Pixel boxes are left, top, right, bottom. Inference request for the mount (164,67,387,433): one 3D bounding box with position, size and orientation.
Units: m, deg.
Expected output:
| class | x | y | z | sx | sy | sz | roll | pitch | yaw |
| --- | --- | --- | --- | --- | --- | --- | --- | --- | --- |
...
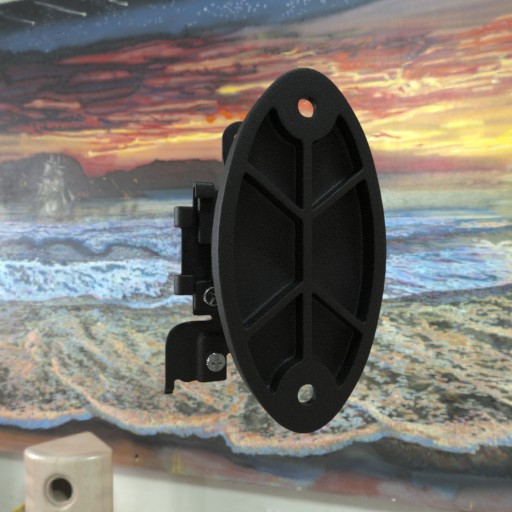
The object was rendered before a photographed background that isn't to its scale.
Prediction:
| class | x | y | z | sx | sy | sz | roll | pitch | yaw |
| --- | --- | --- | --- | --- | --- | --- | --- | --- | --- |
| mount | 0.000 | 0.000 | 0.174 | 0.066 | 0.118 | 0.100 | 0 | 0 | -17 |
